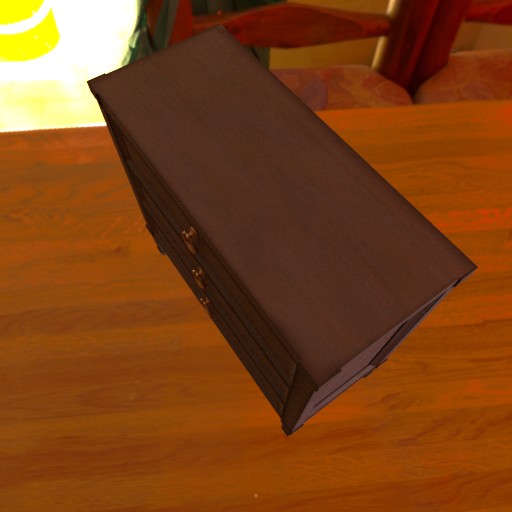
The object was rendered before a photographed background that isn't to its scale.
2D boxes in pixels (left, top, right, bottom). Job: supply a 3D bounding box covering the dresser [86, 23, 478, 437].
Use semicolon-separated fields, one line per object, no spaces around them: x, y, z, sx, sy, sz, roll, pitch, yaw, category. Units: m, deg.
0.000;0.000;1.552;0.463;0.986;1.049;-32;66;-16;dresser
